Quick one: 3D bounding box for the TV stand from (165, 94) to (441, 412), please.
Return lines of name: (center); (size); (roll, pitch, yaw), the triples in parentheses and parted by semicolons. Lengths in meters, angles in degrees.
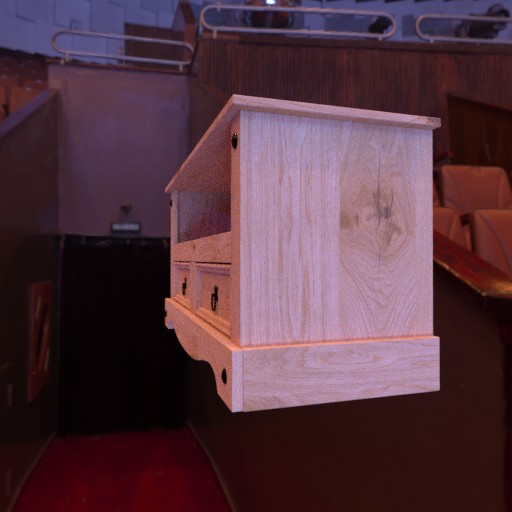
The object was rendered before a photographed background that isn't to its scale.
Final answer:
TV stand: (0.000, 0.000, 1.340); (0.440, 0.550, 1.080); (0, 0, -18)
